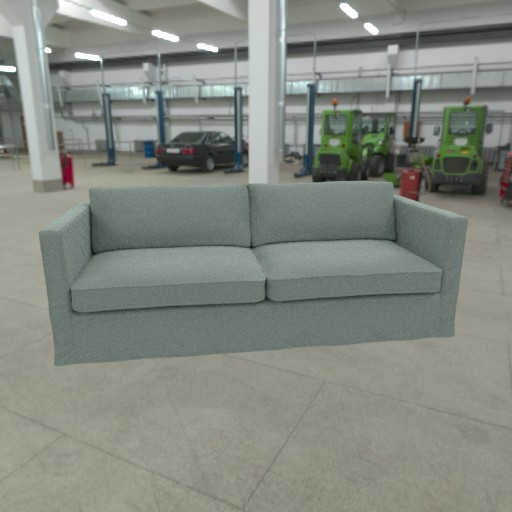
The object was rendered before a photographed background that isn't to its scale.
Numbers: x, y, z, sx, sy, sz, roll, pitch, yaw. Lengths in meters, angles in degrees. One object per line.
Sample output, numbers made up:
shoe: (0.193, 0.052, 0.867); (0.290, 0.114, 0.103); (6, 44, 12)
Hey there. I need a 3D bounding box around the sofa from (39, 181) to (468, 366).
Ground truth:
sofa: (0.000, 0.000, 2.810); (2.312, 0.853, 0.962); (-2, 16, -8)
